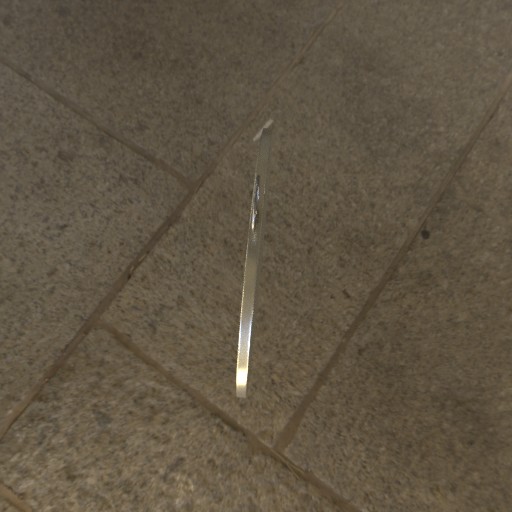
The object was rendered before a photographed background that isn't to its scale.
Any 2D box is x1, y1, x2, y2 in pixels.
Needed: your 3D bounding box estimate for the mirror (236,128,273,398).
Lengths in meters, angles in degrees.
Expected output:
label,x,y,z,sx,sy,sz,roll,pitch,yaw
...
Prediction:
label,x,y,z,sx,sy,sz,roll,pitch,yaw
mirror,0.000,0.000,0.961,0.020,0.713,0.594,6,76,1
